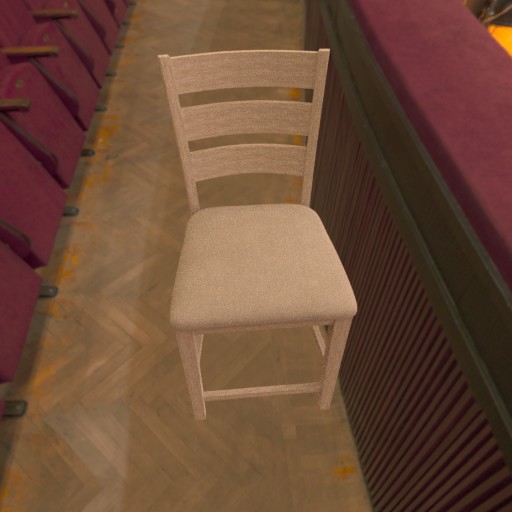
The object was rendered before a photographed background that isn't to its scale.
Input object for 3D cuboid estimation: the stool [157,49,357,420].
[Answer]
[{"bbox_3d":[0.000,0.000,1.346,0.484,1.032,0.569,-4,47,-3],"label":"stool"}]
